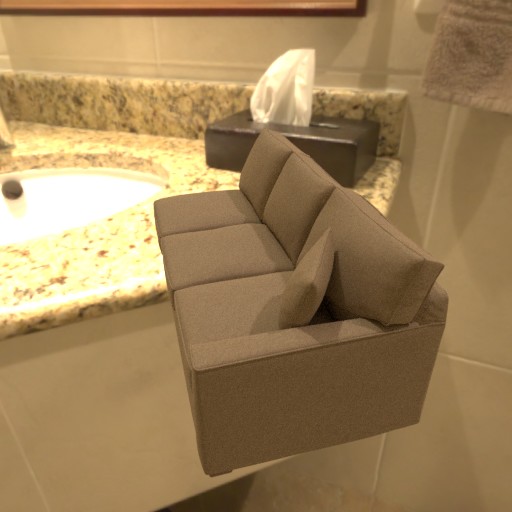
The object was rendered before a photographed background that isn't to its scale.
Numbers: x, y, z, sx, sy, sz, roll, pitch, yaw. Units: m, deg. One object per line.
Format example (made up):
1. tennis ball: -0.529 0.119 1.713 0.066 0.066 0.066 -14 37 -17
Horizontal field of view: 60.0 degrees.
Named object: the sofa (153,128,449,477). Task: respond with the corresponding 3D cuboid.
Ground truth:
1. sofa: 0.000 0.000 2.505 1.034 0.946 1.963 -8 31 -13
